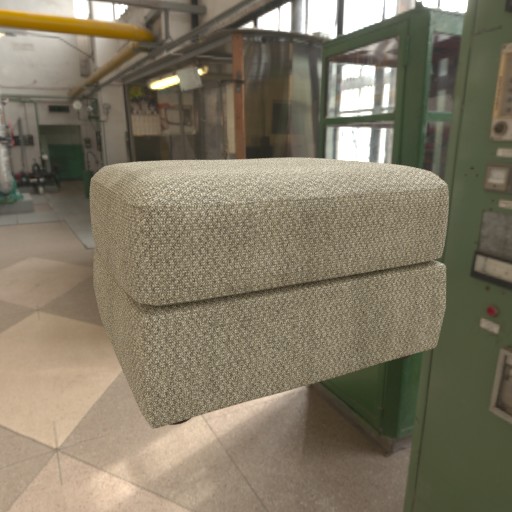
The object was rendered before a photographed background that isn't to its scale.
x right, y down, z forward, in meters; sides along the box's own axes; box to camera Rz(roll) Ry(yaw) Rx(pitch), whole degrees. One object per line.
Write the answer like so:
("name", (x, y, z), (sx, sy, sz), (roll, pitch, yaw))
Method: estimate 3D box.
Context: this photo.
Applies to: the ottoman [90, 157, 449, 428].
("ottoman", (0.000, 0.000, 1.132), (0.751, 0.476, 0.603), (-7, 17, -26))
